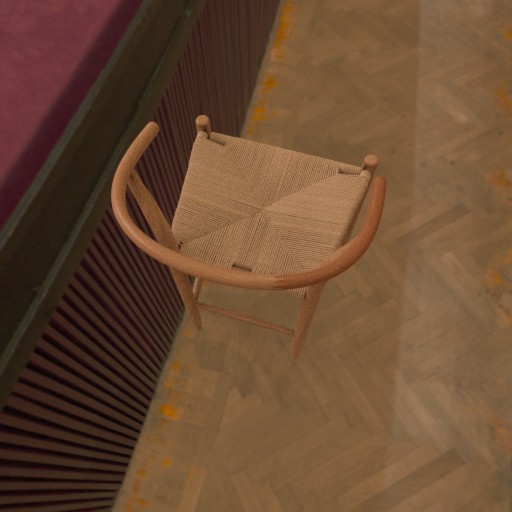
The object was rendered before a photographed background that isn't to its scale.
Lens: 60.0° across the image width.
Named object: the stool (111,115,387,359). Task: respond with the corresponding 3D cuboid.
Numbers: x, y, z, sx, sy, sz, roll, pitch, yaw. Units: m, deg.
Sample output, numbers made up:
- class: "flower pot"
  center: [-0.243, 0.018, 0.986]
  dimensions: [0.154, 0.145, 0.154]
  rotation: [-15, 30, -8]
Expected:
- class: "stool"
  center: [0.000, 0.000, 1.271]
  dimensions: [0.536, 0.923, 0.575]
  rotation: [15, 64, 8]
